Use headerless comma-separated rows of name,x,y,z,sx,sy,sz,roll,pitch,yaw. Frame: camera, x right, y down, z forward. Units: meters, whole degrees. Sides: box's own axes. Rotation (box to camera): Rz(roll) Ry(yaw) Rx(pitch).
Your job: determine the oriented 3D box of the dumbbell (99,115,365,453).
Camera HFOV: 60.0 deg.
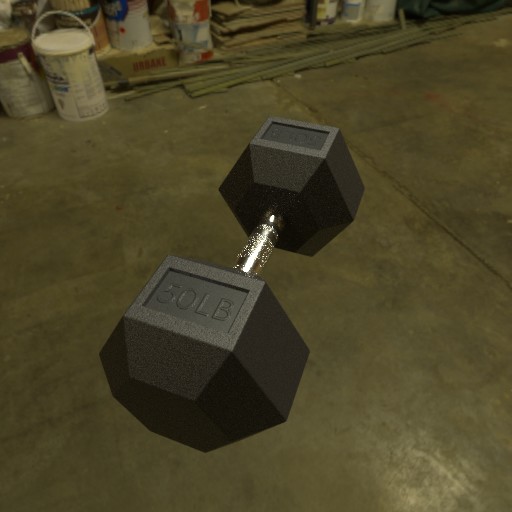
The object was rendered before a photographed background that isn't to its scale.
dumbbell,0.000,0.000,0.474,0.173,0.150,0.384,15,47,14
